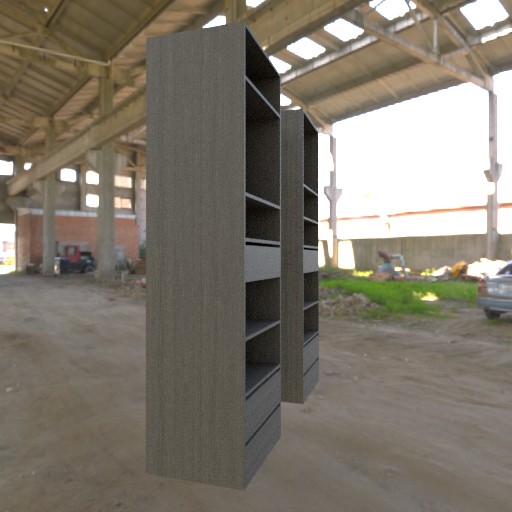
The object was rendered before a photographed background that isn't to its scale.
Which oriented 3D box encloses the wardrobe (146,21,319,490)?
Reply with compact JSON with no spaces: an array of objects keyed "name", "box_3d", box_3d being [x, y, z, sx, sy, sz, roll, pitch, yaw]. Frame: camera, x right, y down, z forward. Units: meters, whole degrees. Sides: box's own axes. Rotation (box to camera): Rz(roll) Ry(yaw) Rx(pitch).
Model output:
[{"name":"wardrobe","box_3d":[0.000,0.000,2.801,0.480,2.000,1.770,0,0,18]}]
